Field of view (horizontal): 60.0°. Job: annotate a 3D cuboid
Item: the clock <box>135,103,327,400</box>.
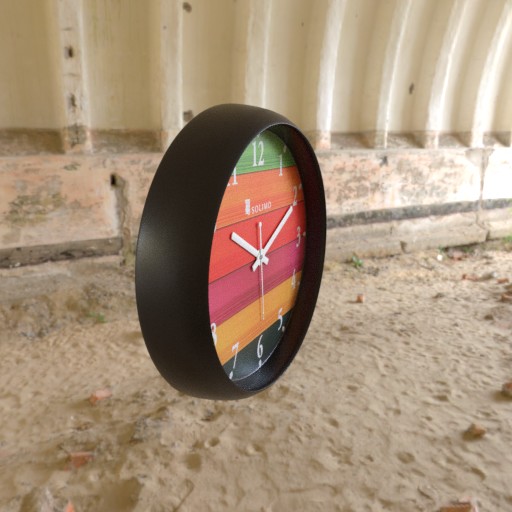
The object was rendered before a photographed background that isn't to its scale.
[{"bbox_3d":[0.000,0.000,0.458,0.060,0.300,0.300,8,16,27],"label":"clock"}]
